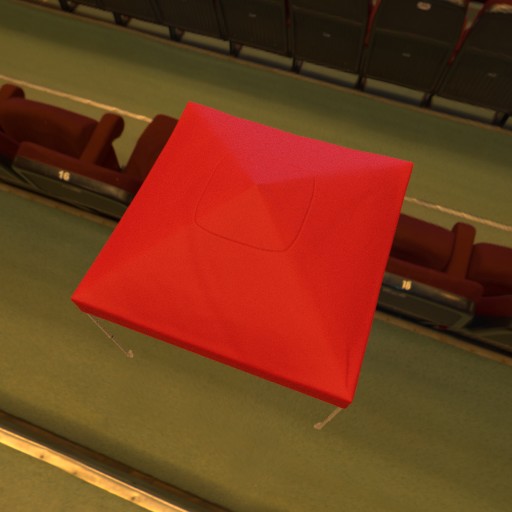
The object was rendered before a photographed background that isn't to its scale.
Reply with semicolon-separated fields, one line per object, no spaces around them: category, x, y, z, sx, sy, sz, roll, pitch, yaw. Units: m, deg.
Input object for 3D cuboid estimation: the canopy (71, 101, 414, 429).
canopy;0.000;0.000;5.604;2.996;2.997;2.998;18;64;9
